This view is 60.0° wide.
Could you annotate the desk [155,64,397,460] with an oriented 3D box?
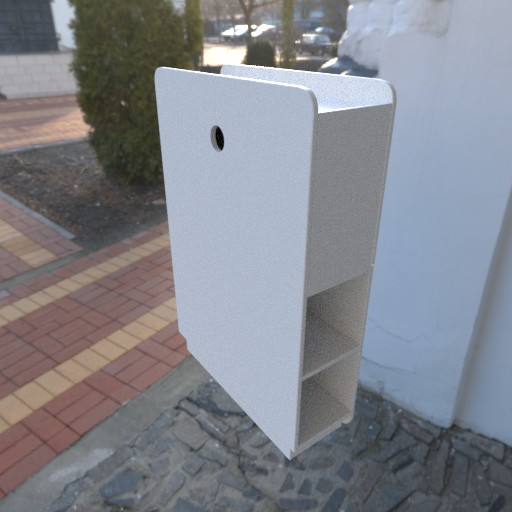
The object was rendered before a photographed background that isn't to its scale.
[{"bbox_3d":[0.000,0.000,1.549,0.278,1.190,0.795,-18,32,-32],"label":"desk"}]
